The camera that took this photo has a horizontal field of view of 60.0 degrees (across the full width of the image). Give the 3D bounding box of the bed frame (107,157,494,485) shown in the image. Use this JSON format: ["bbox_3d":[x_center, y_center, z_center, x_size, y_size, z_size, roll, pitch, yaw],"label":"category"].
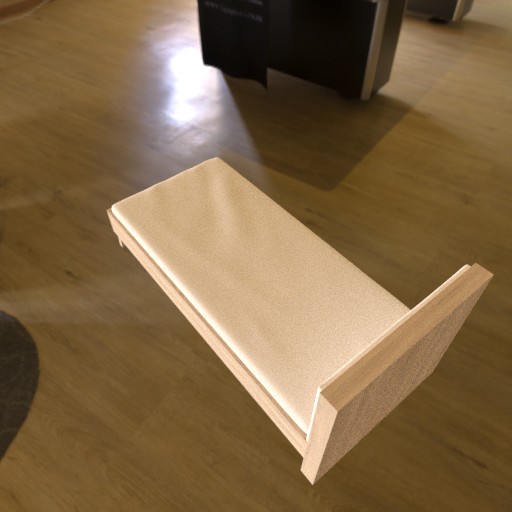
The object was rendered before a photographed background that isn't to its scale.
[{"bbox_3d":[0.000,0.000,2.661,0.990,0.920,2.140,-31,55,-25],"label":"bed frame"}]
